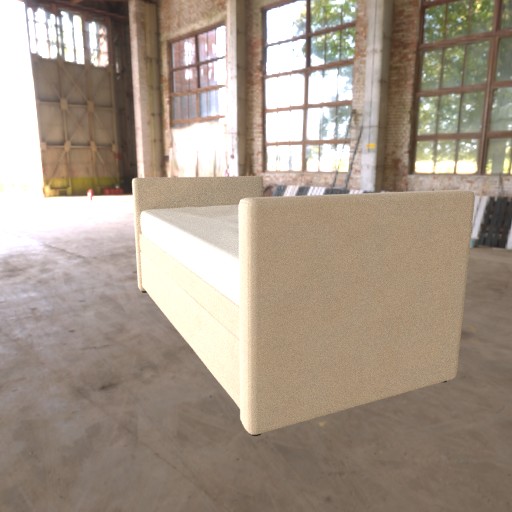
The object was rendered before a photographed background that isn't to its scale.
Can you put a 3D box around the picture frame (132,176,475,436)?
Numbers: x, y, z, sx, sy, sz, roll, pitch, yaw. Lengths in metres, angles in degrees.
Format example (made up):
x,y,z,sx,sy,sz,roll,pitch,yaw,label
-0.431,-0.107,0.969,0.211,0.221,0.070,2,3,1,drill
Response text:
x,y,z,sx,sy,sz,roll,pitch,yaw,label
0.000,0.000,2.710,1.069,0.891,2.161,-6,13,-25,picture frame
